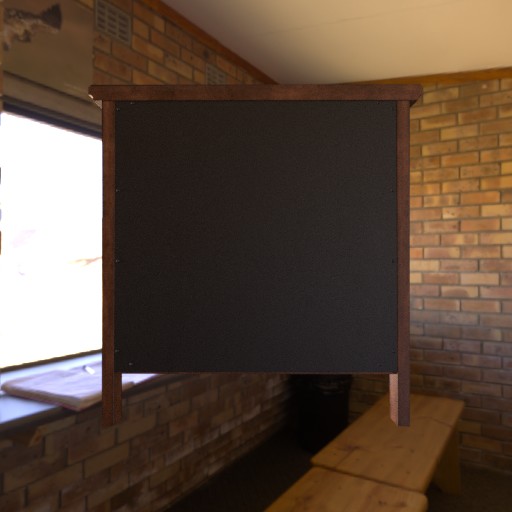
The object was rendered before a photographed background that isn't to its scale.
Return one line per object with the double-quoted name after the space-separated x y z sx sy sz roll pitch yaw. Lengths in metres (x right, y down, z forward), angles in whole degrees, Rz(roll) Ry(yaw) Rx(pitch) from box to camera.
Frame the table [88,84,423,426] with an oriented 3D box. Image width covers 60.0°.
0.000 0.000 1.001 0.586 0.597 0.461 0 -1 0 "table"
